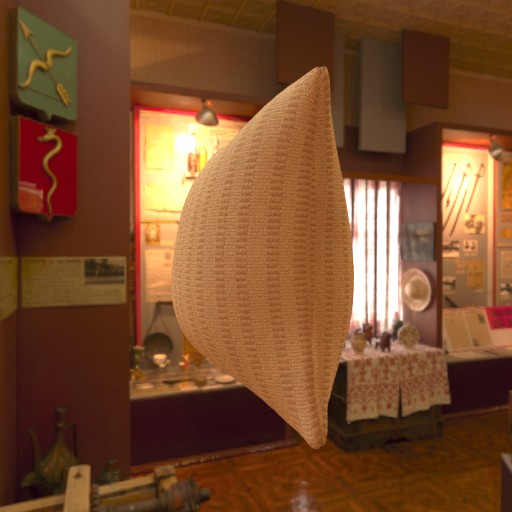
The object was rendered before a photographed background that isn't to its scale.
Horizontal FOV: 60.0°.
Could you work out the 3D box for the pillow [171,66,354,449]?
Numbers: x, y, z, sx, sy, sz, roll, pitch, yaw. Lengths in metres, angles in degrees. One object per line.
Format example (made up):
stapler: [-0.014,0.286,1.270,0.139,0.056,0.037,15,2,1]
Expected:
pillow: [0.000,0.000,0.683,0.247,0.419,0.438,0,0,-19]
